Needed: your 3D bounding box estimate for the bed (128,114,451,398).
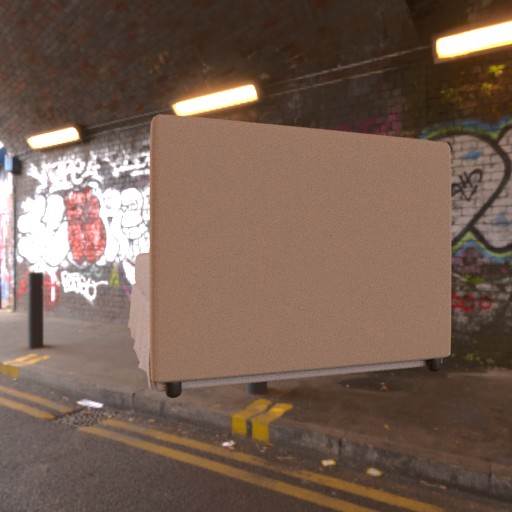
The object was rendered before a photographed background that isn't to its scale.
[{"bbox_3d":[0.000,0.000,3.277,1.748,1.330,2.142,0,0,-18],"label":"bed"}]
